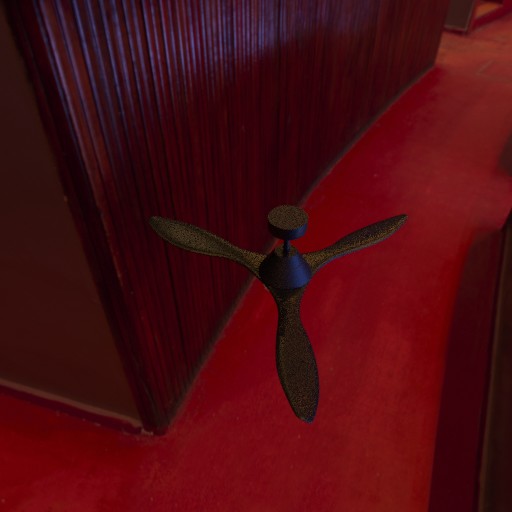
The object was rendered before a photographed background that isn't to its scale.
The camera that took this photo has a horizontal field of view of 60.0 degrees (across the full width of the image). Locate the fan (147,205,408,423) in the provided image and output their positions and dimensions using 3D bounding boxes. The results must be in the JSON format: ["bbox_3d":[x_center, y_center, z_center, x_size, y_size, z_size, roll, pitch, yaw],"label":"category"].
[{"bbox_3d":[0.000,0.000,1.601,1.067,0.305,1.067,11,43,12],"label":"fan"}]
